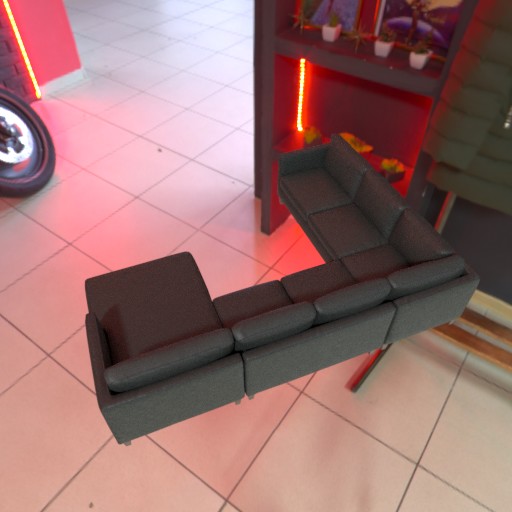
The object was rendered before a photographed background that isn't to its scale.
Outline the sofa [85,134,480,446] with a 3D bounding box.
[{"bbox_3d":[0.000,0.000,4.609,3.460,0.923,2.593,-16,48,-15],"label":"sofa"}]
